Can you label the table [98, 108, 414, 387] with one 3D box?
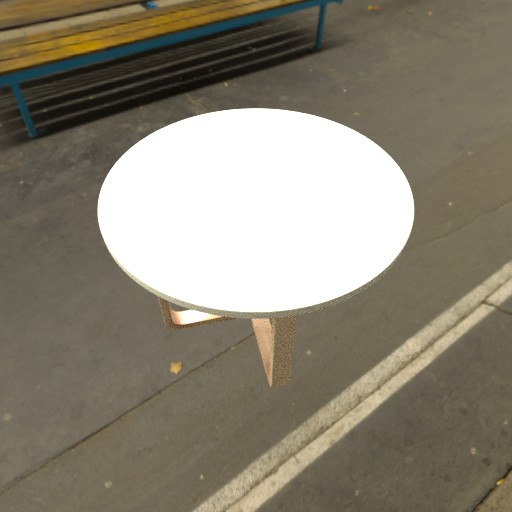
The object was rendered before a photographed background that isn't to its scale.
[{"bbox_3d":[0.000,0.000,1.010,0.600,0.400,0.600,0,47,0],"label":"table"}]
